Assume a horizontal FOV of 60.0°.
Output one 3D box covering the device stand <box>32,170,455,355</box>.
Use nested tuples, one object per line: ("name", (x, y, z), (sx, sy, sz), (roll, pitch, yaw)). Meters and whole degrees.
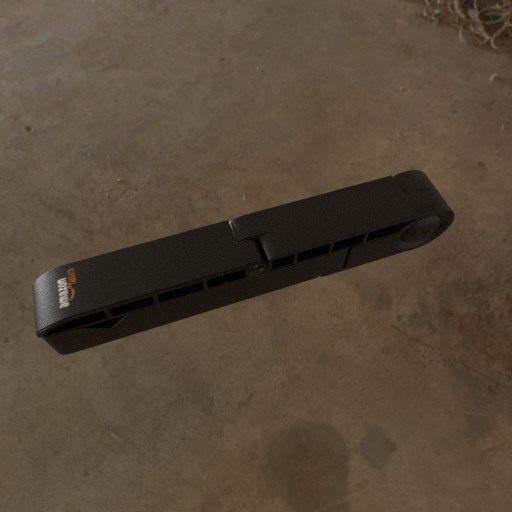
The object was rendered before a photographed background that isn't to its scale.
("device stand", (0.000, 0.000, 0.190), (0.179, 0.030, 0.026), (-16, 59, -10))
